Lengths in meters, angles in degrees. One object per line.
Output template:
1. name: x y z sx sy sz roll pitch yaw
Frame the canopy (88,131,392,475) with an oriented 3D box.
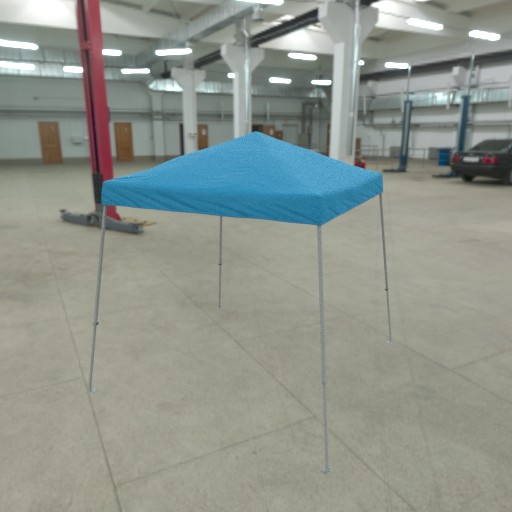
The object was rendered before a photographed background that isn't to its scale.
1. canopy: 0.000 0.000 5.268 2.850 2.850 2.849 8 17 26
